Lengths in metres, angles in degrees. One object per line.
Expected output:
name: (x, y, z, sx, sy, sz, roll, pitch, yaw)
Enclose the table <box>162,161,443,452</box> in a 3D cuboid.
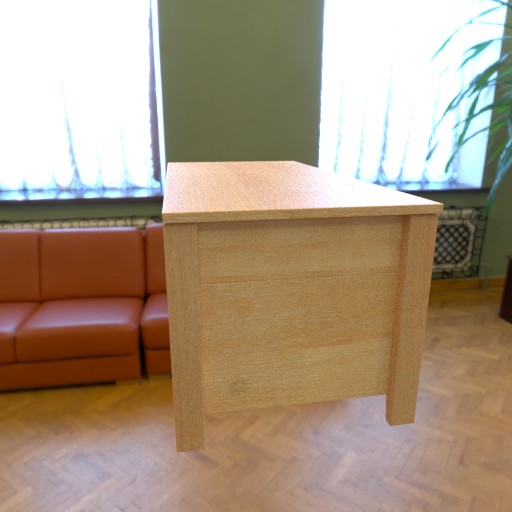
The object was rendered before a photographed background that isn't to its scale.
table: (0.000, 0.000, 1.277, 0.483, 0.457, 1.016, -3, 17, -10)
